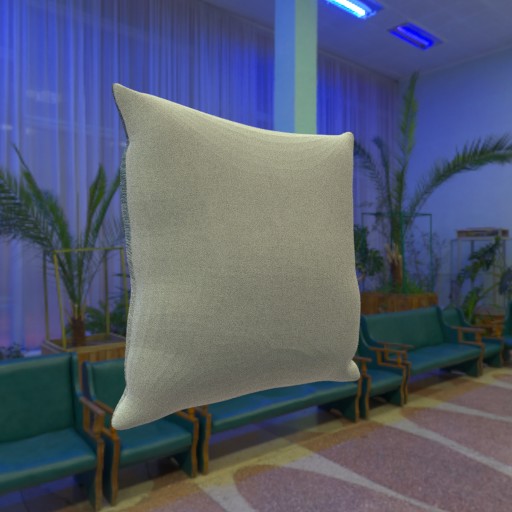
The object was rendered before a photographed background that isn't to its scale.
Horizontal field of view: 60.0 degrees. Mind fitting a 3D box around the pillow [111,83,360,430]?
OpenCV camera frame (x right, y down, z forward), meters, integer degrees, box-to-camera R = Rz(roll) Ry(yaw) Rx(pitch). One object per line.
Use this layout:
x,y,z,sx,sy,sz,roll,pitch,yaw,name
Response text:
0.000,0.000,0.673,0.440,0.441,0.182,0,0,-35,pillow
